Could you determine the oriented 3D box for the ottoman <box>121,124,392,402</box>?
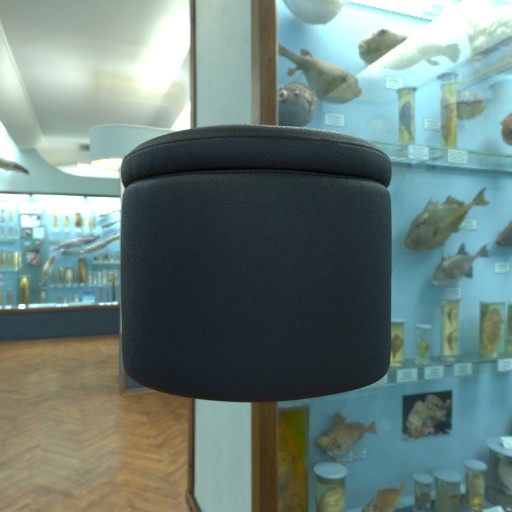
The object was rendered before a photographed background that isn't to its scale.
[{"bbox_3d":[0.000,0.000,0.857,0.501,0.409,0.501,0,0,0],"label":"ottoman"}]
